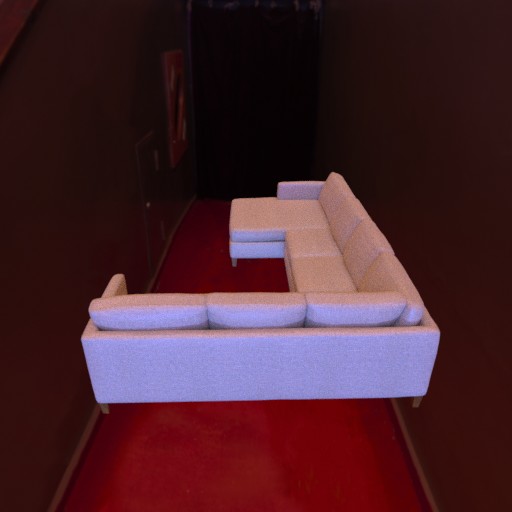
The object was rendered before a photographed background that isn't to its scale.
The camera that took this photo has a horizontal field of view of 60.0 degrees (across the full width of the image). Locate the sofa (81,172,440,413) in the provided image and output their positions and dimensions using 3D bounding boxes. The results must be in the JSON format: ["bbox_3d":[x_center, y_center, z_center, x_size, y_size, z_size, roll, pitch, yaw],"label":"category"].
[{"bbox_3d":[0.000,0.000,4.753,2.594,0.961,3.460,-1,28,-1],"label":"sofa"}]
